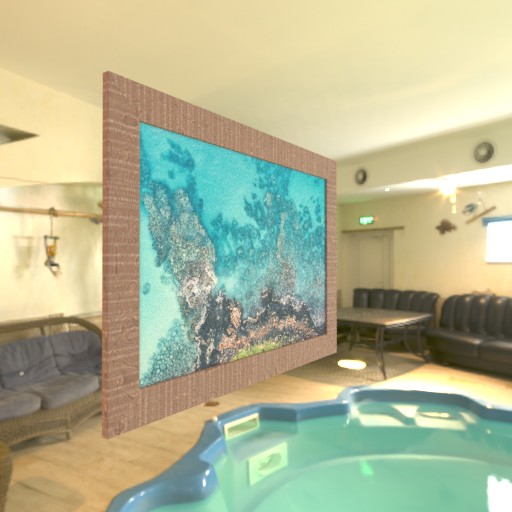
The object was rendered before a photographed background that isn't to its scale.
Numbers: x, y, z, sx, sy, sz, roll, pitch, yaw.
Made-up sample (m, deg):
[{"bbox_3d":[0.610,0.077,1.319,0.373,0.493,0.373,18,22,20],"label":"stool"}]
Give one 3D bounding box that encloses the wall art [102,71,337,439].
[{"bbox_3d":[0.000,0.000,1.343,0.020,0.761,1.056,0,0,36],"label":"wall art"}]
